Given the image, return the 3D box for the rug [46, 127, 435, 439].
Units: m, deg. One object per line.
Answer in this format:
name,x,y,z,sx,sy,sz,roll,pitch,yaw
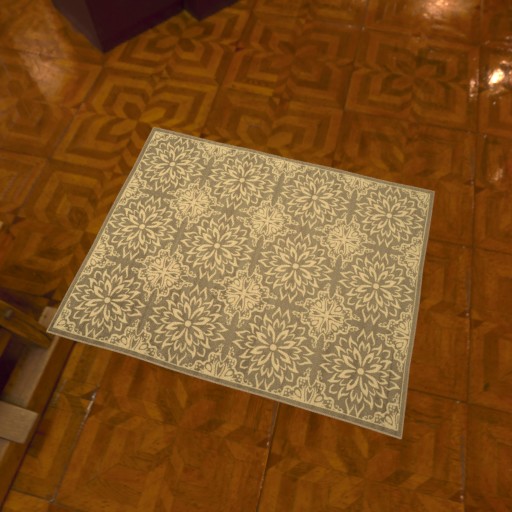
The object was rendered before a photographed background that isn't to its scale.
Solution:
rug,0.000,0.000,4.043,2.980,0.012,2.363,15,64,7
